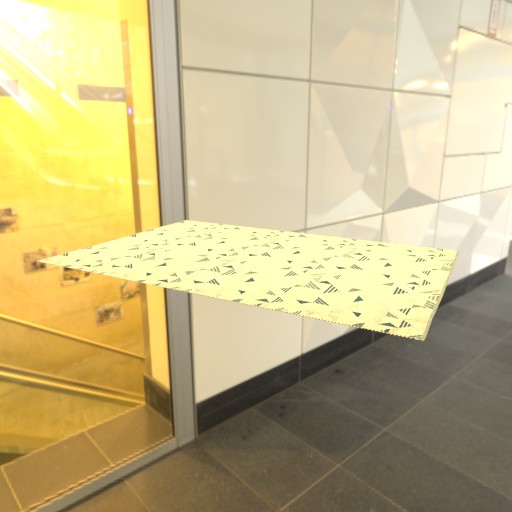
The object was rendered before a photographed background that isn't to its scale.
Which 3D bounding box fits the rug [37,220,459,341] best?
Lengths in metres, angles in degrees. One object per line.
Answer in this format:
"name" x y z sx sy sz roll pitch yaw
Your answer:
"rug" 0.000 0.000 2.287 1.835 0.003 1.206 8 18 27
